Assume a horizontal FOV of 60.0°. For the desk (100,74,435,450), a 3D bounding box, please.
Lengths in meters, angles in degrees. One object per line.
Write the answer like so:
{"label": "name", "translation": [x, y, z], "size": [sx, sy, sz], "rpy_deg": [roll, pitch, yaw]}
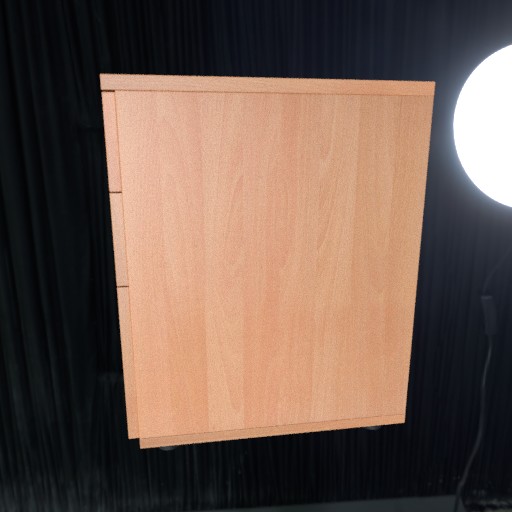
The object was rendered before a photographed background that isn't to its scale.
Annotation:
{"label": "desk", "translation": [0.000, 0.000, 1.044], "size": [0.600, 0.730, 0.404], "rpy_deg": [-2, 14, -9]}
